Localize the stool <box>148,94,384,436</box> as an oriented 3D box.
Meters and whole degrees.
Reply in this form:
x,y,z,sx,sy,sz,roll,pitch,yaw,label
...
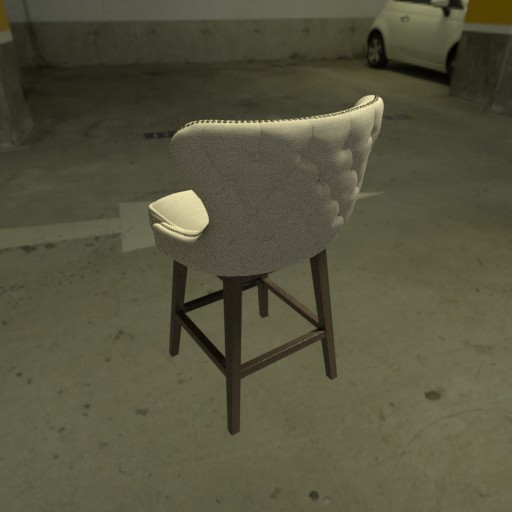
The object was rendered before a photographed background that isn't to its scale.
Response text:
x,y,z,sx,sy,sz,roll,pitch,yaw,label
0.000,0.000,1.394,0.615,0.972,0.597,-19,35,-29,stool
